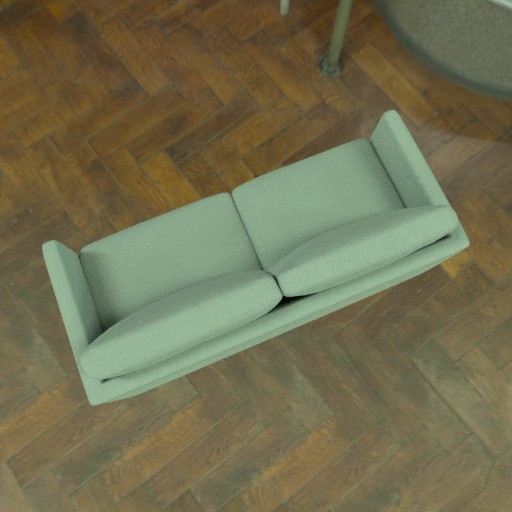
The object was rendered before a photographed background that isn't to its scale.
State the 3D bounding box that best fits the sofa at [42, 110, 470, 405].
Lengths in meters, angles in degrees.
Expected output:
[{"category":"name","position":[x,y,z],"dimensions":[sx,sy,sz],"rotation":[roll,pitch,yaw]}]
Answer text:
[{"category":"sofa","position":[0.000,0.000,2.689],"dimensions":[2.208,0.965,0.951],"rotation":[-22,77,-5]}]
